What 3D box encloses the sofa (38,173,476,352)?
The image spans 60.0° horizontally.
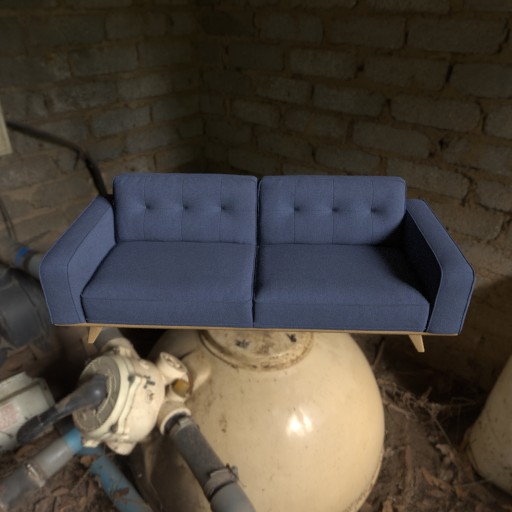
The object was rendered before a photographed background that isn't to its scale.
[{"bbox_3d":[0.000,0.000,2.729,2.270,0.782,0.953,1,31,2],"label":"sofa"}]
